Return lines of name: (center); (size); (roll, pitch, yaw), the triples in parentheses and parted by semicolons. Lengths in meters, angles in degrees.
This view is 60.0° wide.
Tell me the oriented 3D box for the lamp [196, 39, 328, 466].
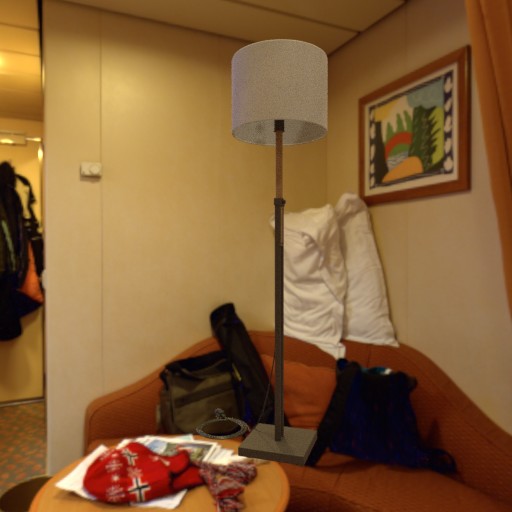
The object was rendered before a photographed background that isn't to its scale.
lamp: (0.000, 0.000, 1.959); (0.639, 1.650, 0.474); (0, 0, 19)
